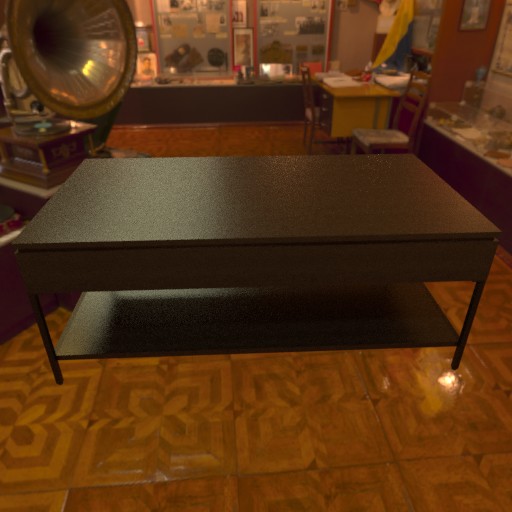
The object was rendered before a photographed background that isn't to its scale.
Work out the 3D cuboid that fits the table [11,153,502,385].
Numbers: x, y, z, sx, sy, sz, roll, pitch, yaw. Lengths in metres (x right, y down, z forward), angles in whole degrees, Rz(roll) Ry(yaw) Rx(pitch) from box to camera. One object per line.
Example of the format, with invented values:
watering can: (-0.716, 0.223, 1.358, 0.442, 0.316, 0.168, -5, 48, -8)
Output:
table: (0.000, 0.000, 1.343, 1.095, 0.435, 0.574, -1, 31, -2)
